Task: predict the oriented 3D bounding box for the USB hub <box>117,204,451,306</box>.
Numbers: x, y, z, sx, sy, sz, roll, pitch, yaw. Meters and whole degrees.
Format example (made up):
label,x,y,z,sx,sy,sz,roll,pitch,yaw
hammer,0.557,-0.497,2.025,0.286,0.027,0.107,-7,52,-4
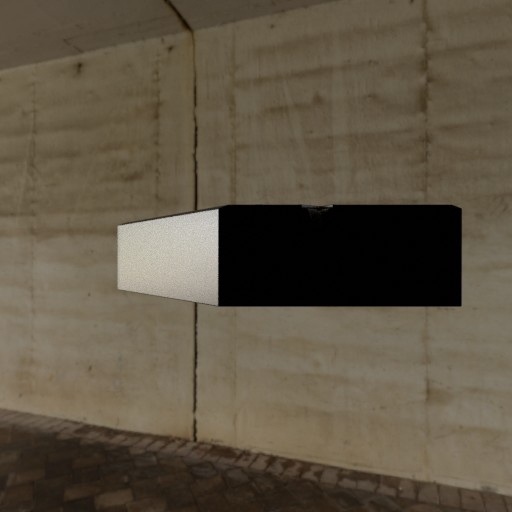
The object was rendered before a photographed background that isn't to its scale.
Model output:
label,x,y,z,sx,sy,sz,roll,pitch,yaw
USB hub,0.000,0.000,0.126,0.044,0.023,0.110,0,0,-37
